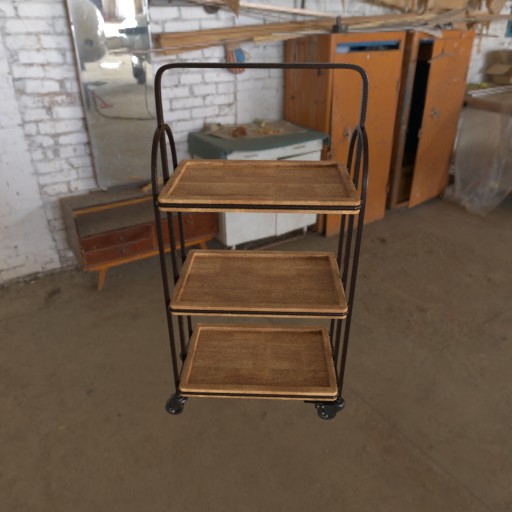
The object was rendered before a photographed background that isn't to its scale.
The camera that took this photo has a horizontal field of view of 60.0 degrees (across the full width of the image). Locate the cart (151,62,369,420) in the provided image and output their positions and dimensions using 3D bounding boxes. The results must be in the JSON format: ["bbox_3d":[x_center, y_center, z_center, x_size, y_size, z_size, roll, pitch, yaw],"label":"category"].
[{"bbox_3d":[0.000,0.000,1.248,0.553,1.001,0.327,1,29,2],"label":"cart"}]
